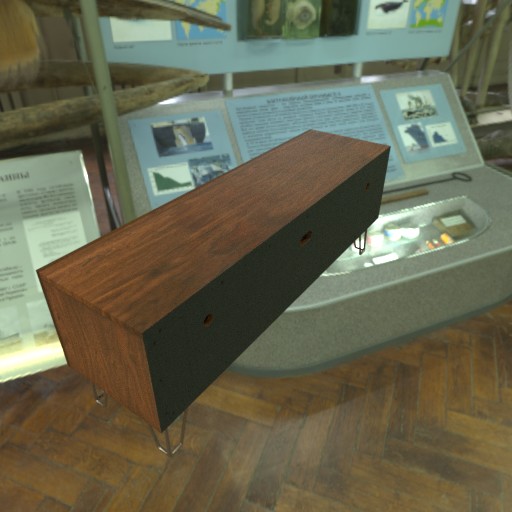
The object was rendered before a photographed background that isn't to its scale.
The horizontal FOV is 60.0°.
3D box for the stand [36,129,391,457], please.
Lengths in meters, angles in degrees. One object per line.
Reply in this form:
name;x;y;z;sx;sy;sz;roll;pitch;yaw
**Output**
stand;0.000;0.000;1.923;0.481;0.610;1.626;22;39;29
